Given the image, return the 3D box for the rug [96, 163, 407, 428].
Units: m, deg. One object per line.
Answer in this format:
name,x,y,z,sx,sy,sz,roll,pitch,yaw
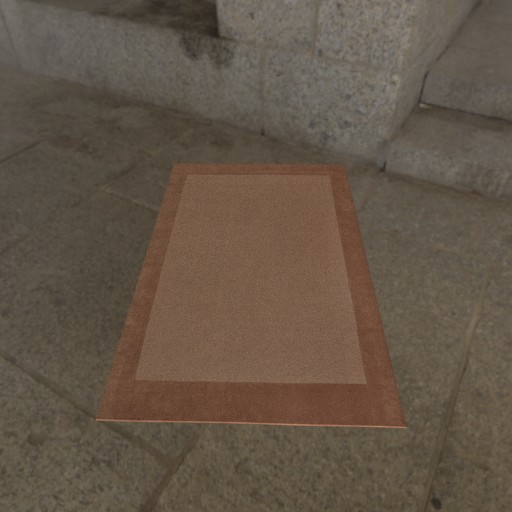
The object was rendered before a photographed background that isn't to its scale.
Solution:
rug,0.000,0.000,3.065,1.524,0.014,2.438,1,42,1
